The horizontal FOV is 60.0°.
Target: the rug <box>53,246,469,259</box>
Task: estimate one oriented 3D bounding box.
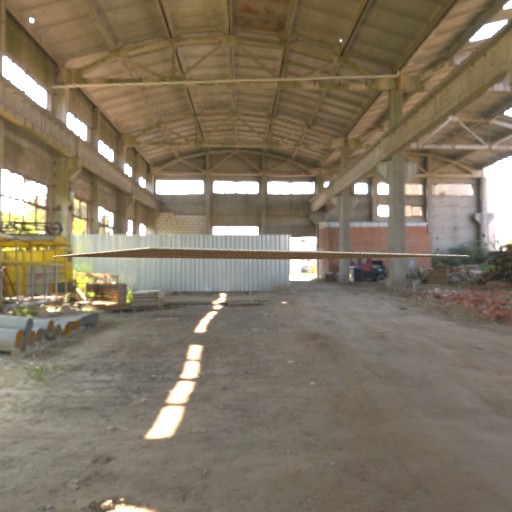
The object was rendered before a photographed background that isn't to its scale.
[{"bbox_3d":[0.000,0.000,4.041,2.980,0.012,2.363,1,-2,-35],"label":"rug"}]
